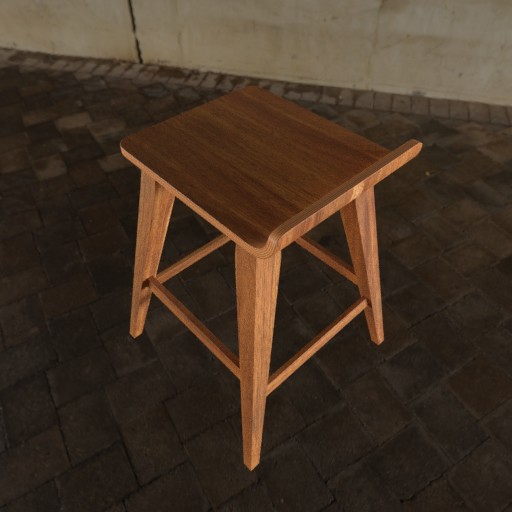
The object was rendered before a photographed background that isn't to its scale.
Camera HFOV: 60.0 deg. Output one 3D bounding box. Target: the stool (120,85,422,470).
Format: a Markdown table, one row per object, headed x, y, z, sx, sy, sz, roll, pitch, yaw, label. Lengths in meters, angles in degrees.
| x | y | z | sx | sy | sz | roll | pitch | yaw | label |
| --- | --- | --- | --- | --- | --- | --- | --- | --- | --- |
| 0.000 | 0.000 | 0.998 | 0.500 | 0.650 | 0.500 | -34 | 55 | -28 | stool |
